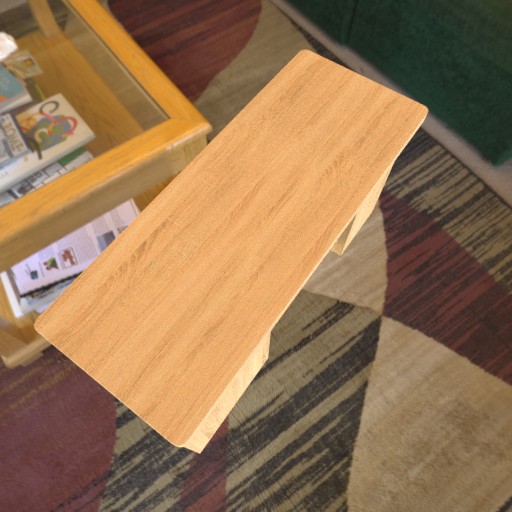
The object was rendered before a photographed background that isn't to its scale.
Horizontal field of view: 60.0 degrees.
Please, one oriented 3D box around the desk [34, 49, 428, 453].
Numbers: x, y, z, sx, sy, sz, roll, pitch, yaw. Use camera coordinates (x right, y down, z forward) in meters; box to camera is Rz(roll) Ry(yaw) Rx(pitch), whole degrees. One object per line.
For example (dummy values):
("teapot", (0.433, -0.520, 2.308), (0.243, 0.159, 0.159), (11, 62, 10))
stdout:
("desk", (0.000, 0.000, 1.761), (0.550, 0.760, 1.400), (33, 68, 15))
